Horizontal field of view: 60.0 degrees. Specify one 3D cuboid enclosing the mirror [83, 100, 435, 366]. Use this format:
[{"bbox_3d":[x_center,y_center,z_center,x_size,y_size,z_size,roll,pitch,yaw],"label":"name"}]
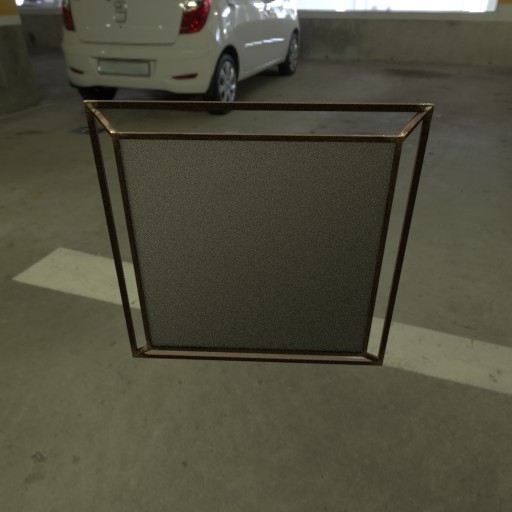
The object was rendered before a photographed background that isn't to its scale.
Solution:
[{"bbox_3d":[0.000,0.000,0.919,0.610,0.610,0.032,1,31,2],"label":"mirror"}]
